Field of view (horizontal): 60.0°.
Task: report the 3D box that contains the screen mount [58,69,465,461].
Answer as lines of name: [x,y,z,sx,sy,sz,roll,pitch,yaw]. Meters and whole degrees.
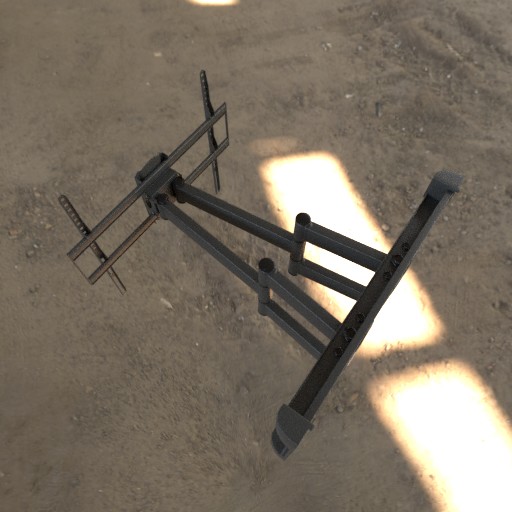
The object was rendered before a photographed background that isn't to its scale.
screen mount: [0.000,0.000,0.944,0.556,0.424,0.571,32,67,16]
